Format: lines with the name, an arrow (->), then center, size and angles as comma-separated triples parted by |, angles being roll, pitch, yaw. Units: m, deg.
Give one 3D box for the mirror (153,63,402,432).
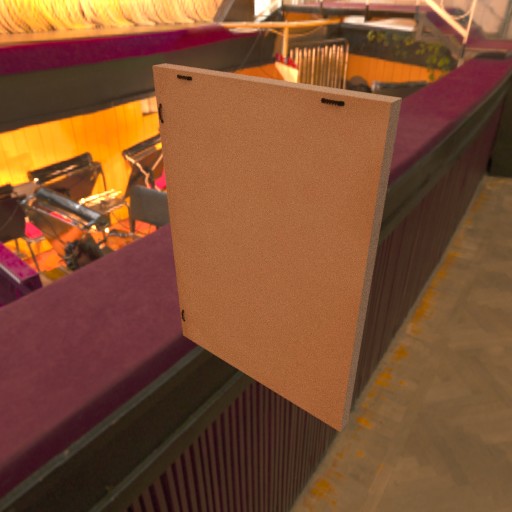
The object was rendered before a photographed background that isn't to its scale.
mirror -> 0.000, 0.000, 0.945 | 0.507, 0.710, 0.040 | 23, 38, 32
